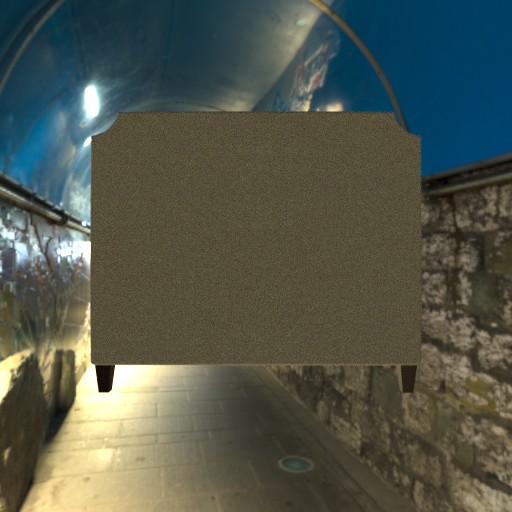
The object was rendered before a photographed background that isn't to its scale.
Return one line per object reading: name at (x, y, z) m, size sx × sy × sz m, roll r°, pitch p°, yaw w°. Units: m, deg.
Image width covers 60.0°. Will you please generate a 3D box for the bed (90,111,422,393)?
bed at (0.000, 0.000, 3.463) m, size 1.713 × 1.457 × 2.381 m, roll 0°, pitch -1°, yaw 0°
